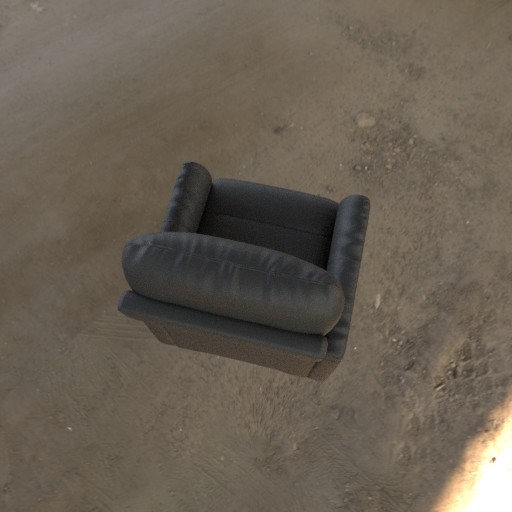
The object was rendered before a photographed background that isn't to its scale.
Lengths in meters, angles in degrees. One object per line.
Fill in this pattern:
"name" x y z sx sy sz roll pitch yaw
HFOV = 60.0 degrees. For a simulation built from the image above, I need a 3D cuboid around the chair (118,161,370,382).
"chair" 0.000 0.000 1.639 0.775 1.082 0.831 12 65 6
